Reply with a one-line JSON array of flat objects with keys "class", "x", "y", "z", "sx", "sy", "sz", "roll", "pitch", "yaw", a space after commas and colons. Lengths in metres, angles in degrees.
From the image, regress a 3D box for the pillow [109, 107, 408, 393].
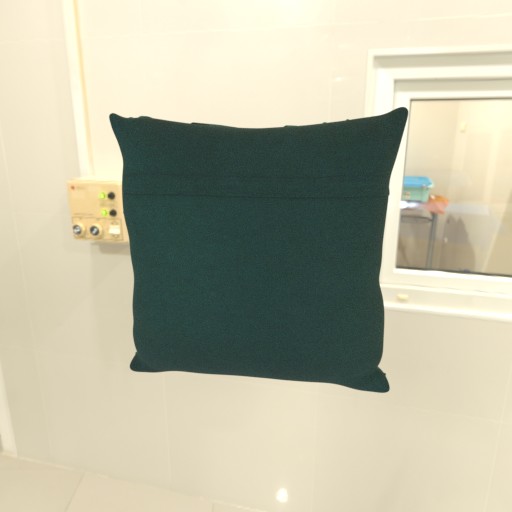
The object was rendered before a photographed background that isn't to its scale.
[{"class": "pillow", "x": 0.000, "y": 0.000, "z": 0.693, "sx": 0.439, "sy": 0.440, "sz": 0.184, "roll": 2, "pitch": 17, "yaw": 7}]
